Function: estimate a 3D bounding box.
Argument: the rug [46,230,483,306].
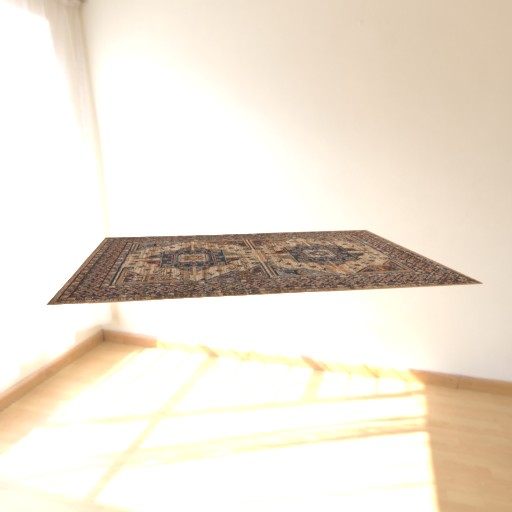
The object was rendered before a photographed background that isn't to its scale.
[{"bbox_3d":[0.000,0.000,2.994,2.227,0.008,1.611,-2,14,-9],"label":"rug"}]
